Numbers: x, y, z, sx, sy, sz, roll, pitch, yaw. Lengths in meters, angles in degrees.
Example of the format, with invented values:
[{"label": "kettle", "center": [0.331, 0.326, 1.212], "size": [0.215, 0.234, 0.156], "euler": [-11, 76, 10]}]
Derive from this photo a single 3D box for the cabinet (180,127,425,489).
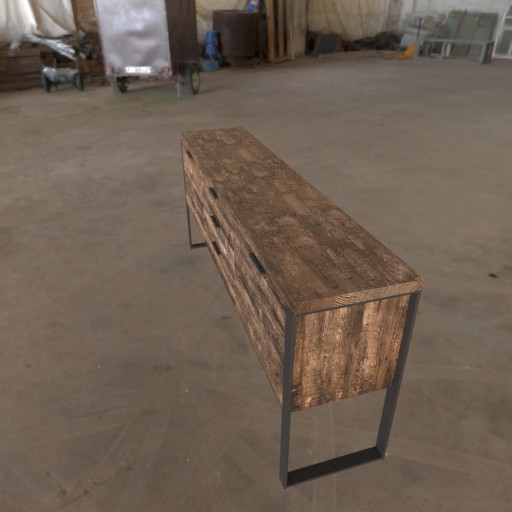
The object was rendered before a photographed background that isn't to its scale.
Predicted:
[{"label": "cabinet", "center": [0.000, 0.000, 2.085], "size": [0.395, 0.762, 1.800], "euler": [-9, 31, -15]}]
